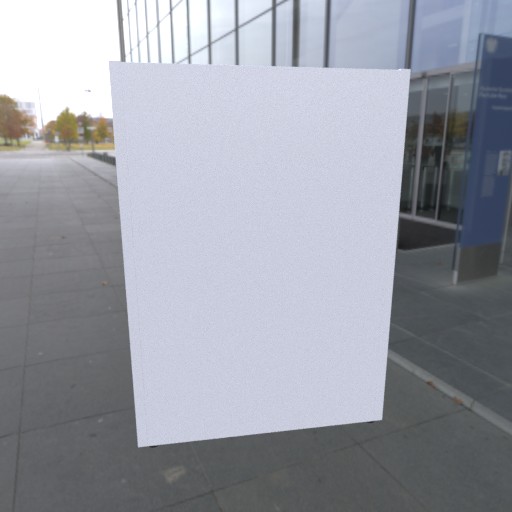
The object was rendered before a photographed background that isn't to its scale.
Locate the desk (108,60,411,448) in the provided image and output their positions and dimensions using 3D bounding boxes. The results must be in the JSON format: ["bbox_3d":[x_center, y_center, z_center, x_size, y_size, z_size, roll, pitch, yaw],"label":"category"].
[{"bbox_3d":[0.000,0.000,1.560,0.850,1.190,0.390,-3,15,-10],"label":"desk"}]
